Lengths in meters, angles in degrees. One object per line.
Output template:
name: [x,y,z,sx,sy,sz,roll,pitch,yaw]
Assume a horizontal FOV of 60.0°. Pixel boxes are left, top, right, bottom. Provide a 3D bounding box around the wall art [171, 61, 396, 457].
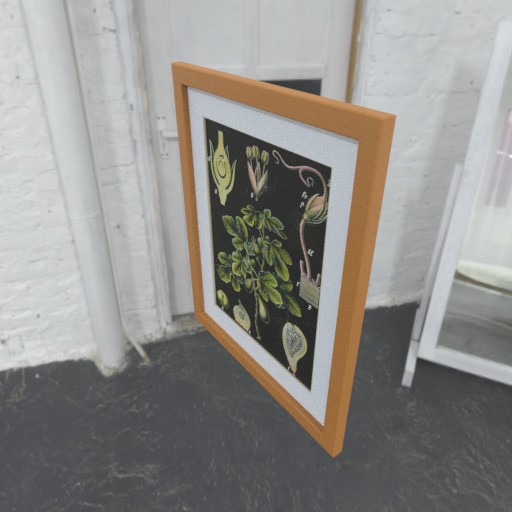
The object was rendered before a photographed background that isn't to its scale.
wall art: [0.000,0.000,0.745,0.022,0.553,0.452,-21,38,-31]
